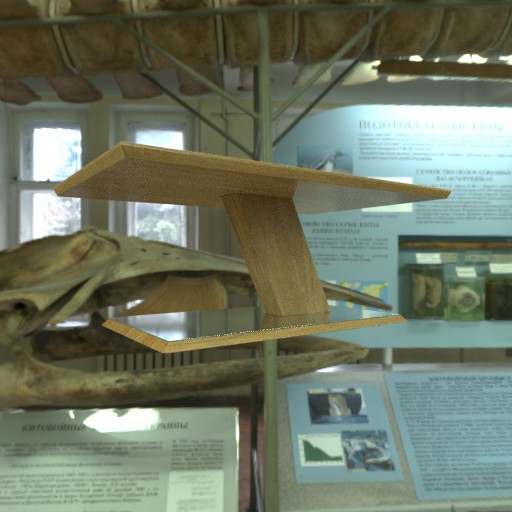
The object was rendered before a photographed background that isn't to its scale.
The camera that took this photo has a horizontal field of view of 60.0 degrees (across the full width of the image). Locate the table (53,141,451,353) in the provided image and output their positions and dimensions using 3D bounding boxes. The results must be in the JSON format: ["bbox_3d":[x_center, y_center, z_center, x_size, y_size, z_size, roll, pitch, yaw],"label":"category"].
[{"bbox_3d":[0.000,0.000,1.446,1.100,0.441,0.692,0,0,-34],"label":"table"}]
